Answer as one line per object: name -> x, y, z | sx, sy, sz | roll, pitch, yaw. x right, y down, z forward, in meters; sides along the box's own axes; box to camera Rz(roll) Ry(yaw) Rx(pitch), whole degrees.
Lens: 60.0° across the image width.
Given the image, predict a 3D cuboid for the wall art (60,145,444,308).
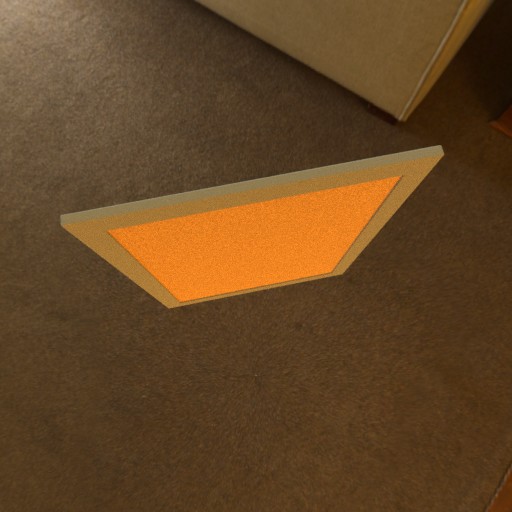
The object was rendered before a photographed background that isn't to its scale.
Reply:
wall art -> 0.000, 0.000, 0.680 | 0.374, 0.529, 0.012 | -11, 75, -3
